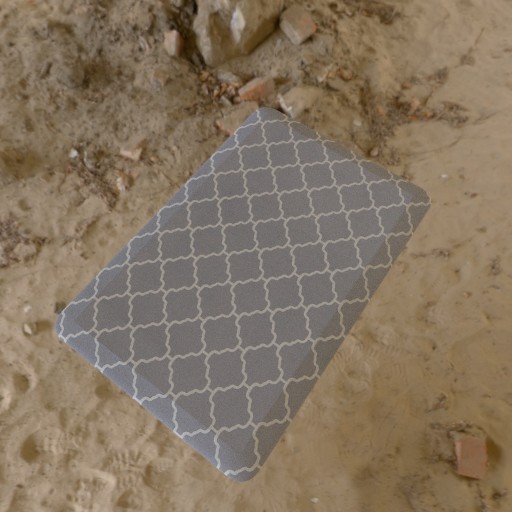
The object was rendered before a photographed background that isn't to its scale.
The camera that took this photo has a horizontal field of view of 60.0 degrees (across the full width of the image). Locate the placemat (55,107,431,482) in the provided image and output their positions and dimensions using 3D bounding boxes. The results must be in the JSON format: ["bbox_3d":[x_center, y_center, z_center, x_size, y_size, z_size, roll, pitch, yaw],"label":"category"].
[{"bbox_3d":[0.000,0.000,0.974,0.508,0.021,0.762,33,68,15],"label":"placemat"}]
